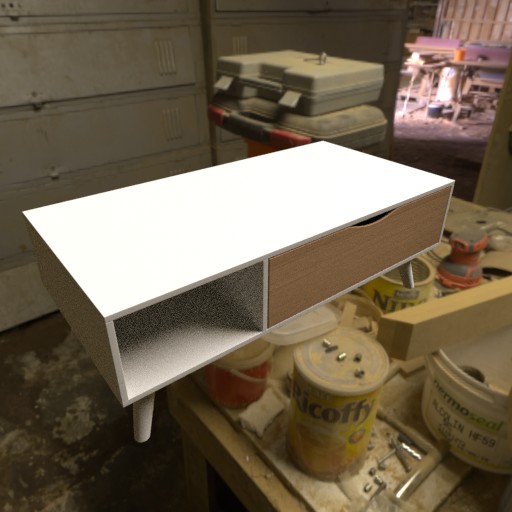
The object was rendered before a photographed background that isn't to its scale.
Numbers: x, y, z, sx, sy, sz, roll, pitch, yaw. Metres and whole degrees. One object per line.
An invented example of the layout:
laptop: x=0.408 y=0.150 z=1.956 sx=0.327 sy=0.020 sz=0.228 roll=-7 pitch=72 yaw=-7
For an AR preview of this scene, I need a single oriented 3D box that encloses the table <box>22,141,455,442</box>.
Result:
table: x=0.000 y=0.000 z=1.463 sx=1.194 sy=0.432 sz=0.609 roll=-21 pitch=36 yaw=-32
